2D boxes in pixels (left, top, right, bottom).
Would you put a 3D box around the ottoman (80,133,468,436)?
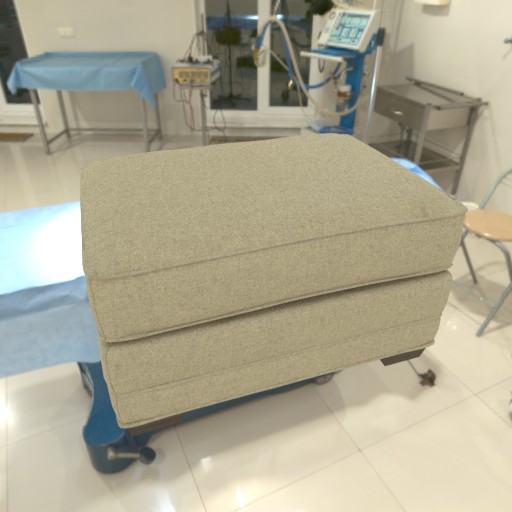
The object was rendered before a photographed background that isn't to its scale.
[{"bbox_3d":[0.000,0.000,1.206,0.848,0.508,0.611,-10,34,-16],"label":"ottoman"}]
